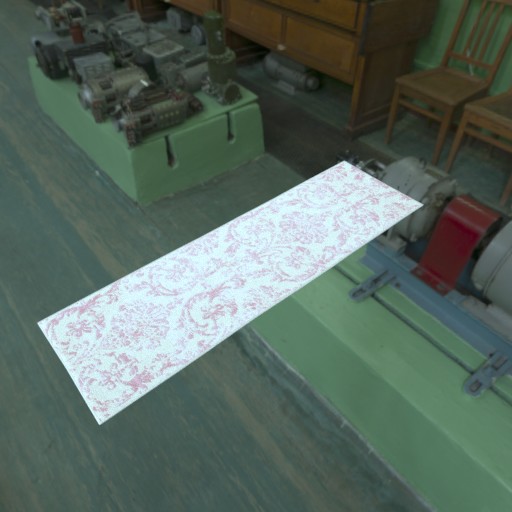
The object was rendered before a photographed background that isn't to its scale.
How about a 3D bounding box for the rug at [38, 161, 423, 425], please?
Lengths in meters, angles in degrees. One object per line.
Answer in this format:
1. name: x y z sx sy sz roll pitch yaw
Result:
1. rug: 0.000 0.000 2.455 2.196 0.011 0.662 -31 52 -27
